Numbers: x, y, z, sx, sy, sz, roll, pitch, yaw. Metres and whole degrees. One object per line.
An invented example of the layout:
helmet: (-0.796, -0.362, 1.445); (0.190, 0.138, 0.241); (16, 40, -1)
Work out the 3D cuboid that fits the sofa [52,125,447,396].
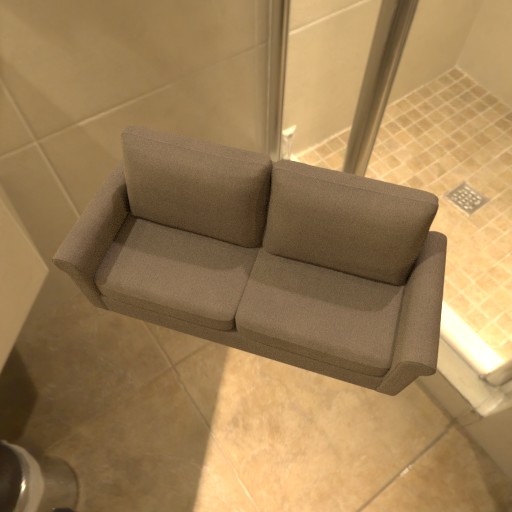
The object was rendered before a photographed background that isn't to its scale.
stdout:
sofa: (0.000, 0.000, 2.424); (1.935, 0.942, 0.842); (15, 60, 9)
